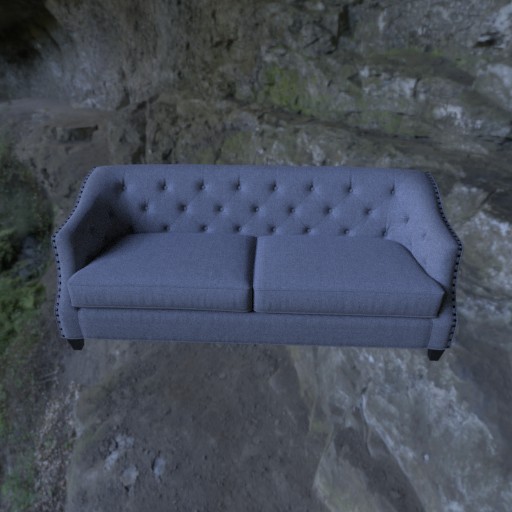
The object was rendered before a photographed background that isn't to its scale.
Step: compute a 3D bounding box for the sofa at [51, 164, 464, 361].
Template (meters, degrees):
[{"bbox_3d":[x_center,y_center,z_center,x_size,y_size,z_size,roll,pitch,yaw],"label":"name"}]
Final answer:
[{"bbox_3d":[0.000,0.000,2.744,2.235,0.901,0.914,1,30,2],"label":"sofa"}]
